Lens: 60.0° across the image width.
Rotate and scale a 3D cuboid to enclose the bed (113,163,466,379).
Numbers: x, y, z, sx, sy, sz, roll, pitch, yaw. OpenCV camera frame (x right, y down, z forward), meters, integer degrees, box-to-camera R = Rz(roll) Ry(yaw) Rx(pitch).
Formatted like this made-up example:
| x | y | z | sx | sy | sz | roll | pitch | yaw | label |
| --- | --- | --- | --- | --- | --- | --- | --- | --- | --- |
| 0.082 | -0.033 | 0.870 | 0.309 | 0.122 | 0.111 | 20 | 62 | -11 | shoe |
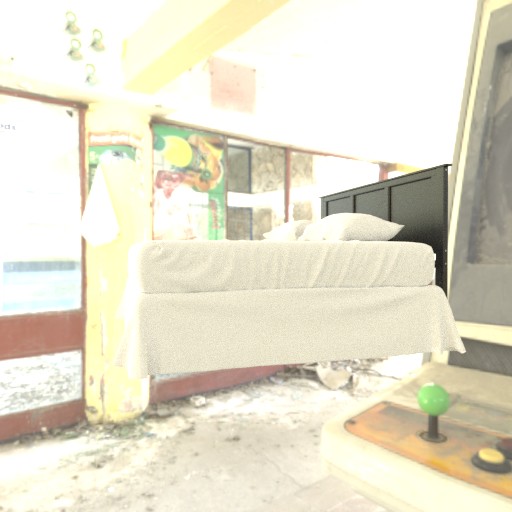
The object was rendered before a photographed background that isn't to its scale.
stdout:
| x | y | z | sx | sy | sz | roll | pitch | yaw | label |
| --- | --- | --- | --- | --- | --- | --- | --- | --- | --- |
| 0.000 | 0.000 | 3.626 | 2.219 | 1.271 | 2.315 | 0 | 1 | -17 | bed |
